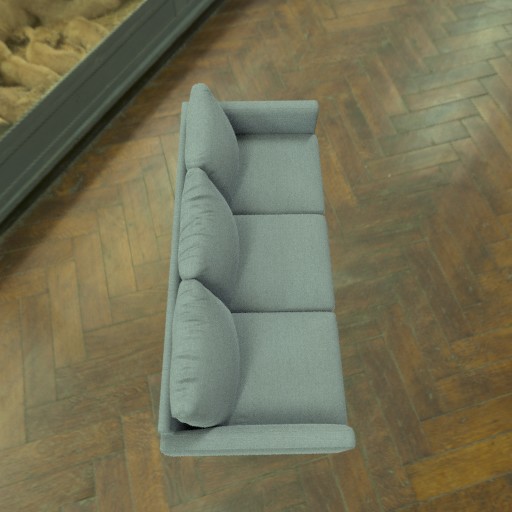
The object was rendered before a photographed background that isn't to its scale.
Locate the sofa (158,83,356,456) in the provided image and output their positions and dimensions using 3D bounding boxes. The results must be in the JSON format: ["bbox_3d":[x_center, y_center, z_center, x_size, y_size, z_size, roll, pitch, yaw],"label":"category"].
[{"bbox_3d":[0.000,0.000,2.449,0.850,0.830,2.000,-1,64,0],"label":"sofa"}]
